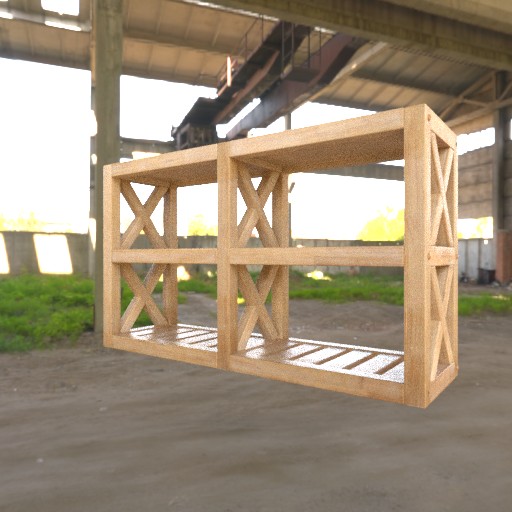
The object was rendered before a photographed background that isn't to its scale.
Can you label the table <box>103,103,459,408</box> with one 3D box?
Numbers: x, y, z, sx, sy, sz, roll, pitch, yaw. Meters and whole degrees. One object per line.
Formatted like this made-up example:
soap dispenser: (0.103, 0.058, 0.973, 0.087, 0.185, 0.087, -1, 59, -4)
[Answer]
table: (0.000, 0.000, 1.637, 1.320, 0.762, 0.381, 0, 0, 36)
